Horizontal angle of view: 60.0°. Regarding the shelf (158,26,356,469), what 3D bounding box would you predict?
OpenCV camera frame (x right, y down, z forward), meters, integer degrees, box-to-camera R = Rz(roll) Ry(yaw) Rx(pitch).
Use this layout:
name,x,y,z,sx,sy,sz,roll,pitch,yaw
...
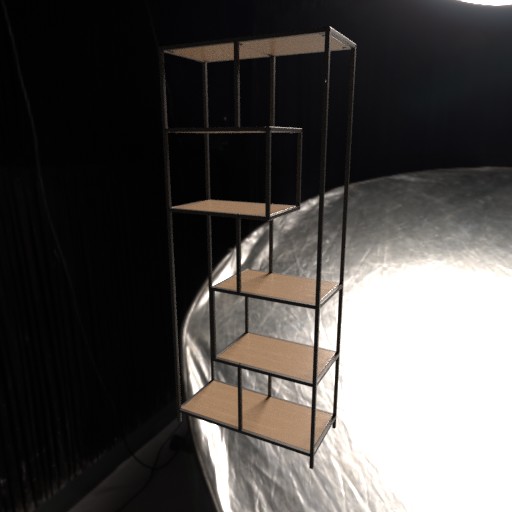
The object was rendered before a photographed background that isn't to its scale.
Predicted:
name,x,y,z,sx,sy,sz,roll,pitch,yaw
shelf,0.000,0.000,2.119,0.770,1.850,0.350,8,17,27
